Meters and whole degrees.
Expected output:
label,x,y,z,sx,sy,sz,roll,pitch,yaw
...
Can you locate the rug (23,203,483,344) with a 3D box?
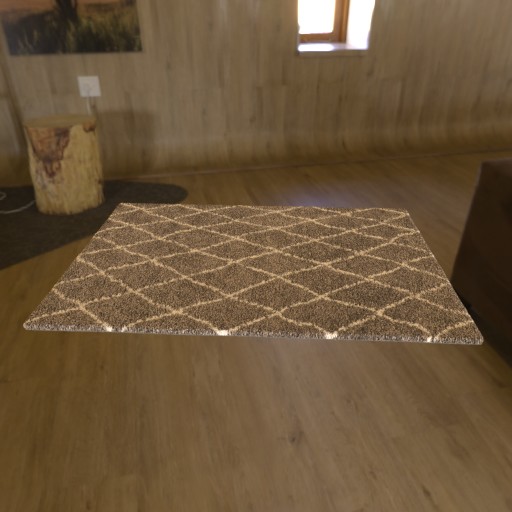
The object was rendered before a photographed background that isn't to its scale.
label,x,y,z,sx,sy,sz,roll,pitch,yaw
rug,0.000,0.000,2.228,1.778,0.030,1.219,1,30,2
